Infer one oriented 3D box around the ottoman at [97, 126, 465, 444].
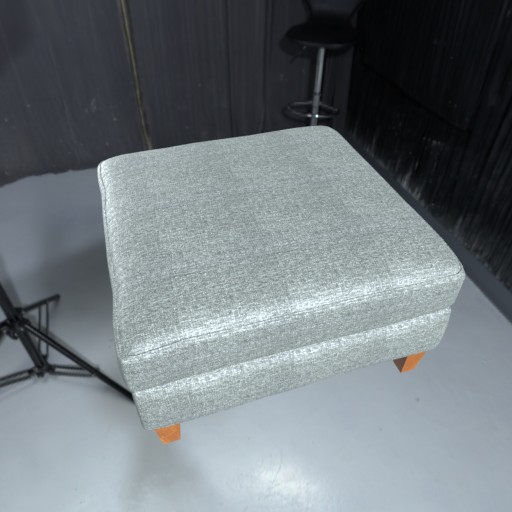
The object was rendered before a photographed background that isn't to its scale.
[{"bbox_3d":[0.000,0.000,1.364,0.838,0.481,0.838,-12,44,-13],"label":"ottoman"}]
